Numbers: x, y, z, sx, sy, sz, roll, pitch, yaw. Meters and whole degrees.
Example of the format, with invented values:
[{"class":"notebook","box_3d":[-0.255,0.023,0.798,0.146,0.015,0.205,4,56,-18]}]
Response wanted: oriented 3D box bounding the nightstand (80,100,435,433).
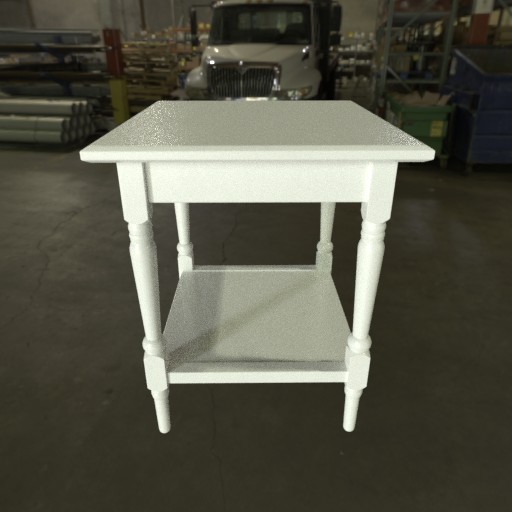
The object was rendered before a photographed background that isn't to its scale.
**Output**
[{"class":"nightstand","box_3d":[0.000,0.000,0.916,0.459,0.555,0.505,0,26,-1]}]
